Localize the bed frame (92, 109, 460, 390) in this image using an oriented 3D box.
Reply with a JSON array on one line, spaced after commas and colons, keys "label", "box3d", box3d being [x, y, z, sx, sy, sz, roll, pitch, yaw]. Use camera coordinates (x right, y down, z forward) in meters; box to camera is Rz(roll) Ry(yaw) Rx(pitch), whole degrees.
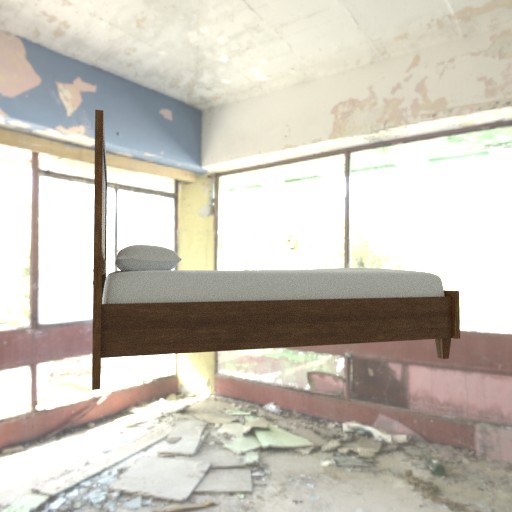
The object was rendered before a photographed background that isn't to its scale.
[{"label": "bed frame", "box3d": [0.000, 0.000, 3.389, 2.276, 1.417, 1.696, 1, -2, -18]}]
